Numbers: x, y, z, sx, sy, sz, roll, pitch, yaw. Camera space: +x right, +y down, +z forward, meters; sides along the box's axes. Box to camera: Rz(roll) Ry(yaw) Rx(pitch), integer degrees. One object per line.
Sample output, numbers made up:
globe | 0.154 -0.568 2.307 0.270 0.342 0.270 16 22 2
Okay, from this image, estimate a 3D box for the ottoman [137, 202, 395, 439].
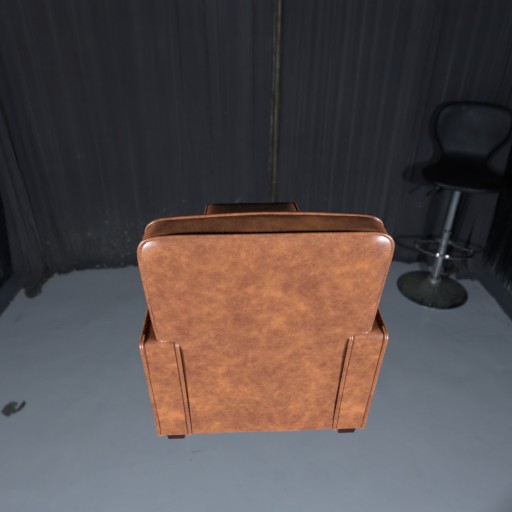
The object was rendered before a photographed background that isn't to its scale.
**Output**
ottoman | 0.000 0.000 1.835 0.732 0.904 1.314 -1 30 -2
